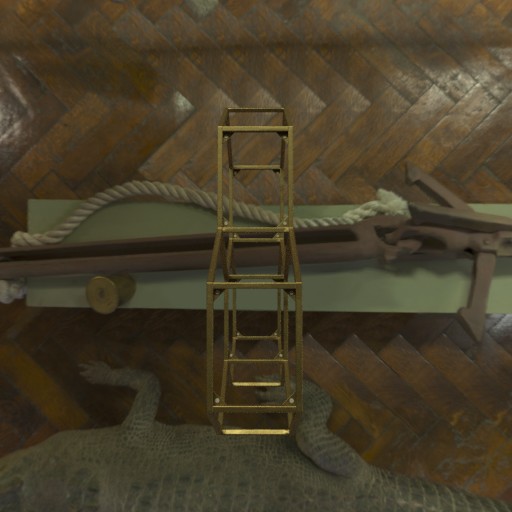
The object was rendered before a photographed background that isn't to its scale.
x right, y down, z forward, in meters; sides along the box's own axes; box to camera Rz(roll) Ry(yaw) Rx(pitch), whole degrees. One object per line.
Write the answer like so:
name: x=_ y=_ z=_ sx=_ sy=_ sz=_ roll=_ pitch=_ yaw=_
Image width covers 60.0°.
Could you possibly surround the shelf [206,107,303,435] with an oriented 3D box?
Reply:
shelf: x=0.000 y=0.000 z=1.047 sx=0.150 sy=0.701 sz=0.708 roll=0 pitch=89 yaw=0
